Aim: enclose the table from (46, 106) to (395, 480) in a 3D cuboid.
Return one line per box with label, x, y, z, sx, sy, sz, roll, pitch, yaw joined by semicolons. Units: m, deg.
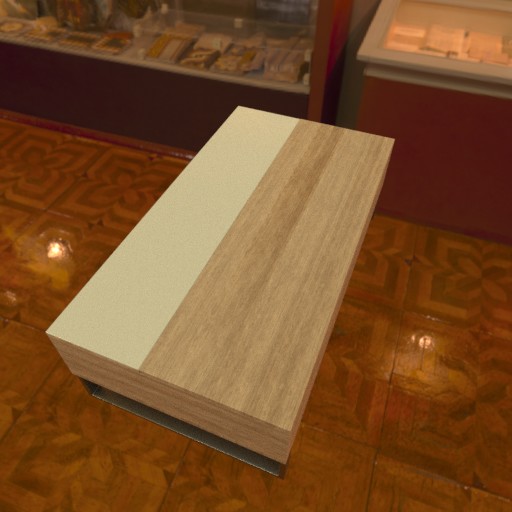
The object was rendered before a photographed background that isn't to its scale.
table;0.000;0.000;1.417;0.600;0.350;1.100;17;50;15
